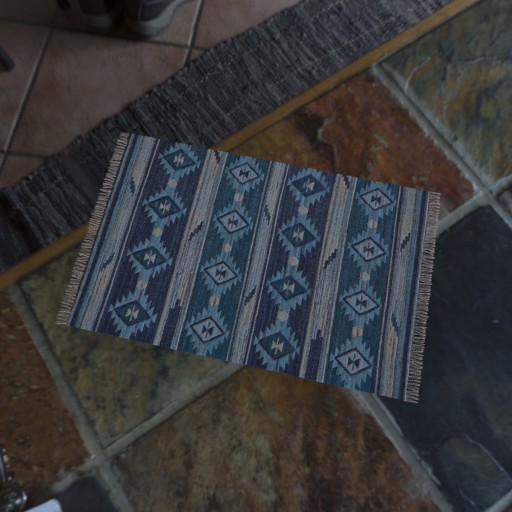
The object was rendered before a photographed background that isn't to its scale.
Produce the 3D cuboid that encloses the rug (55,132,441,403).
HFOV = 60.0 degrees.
[{"bbox_3d":[0.000,0.000,2.447,1.936,0.028,1.181,12,74,3],"label":"rug"}]
